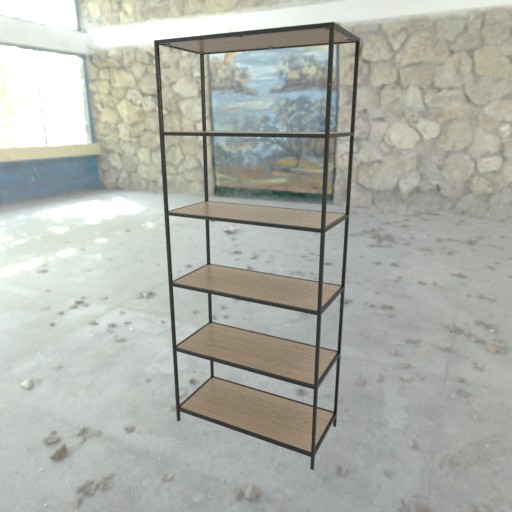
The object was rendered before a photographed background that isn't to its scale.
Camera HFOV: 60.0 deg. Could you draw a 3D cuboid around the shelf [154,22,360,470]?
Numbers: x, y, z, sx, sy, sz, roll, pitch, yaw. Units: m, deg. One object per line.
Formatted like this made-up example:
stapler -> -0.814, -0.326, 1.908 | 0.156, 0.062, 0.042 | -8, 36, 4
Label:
shelf -> 0.000, 0.000, 2.080 | 0.770, 1.850, 0.350 | 8, 19, 26
